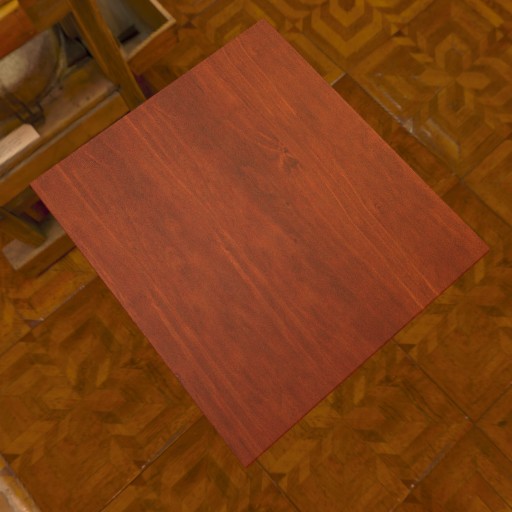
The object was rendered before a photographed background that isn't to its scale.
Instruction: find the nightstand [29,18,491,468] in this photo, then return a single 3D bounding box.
[{"bbox_3d":[0.000,0.000,0.979,0.501,0.558,0.558,-39,80,-8],"label":"nightstand"}]
